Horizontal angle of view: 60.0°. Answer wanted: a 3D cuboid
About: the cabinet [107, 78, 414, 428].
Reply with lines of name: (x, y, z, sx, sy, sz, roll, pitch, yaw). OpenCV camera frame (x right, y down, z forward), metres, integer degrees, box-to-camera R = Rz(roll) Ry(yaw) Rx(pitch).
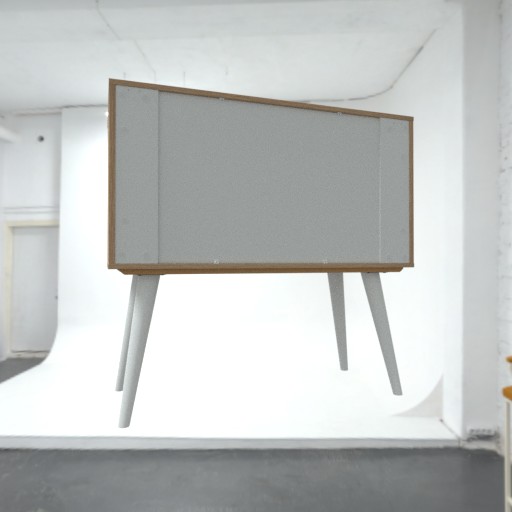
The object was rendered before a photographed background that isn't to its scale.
cabinet: (0.000, 0.000, 1.664, 1.057, 1.016, 0.470, 0, -1, -19)
